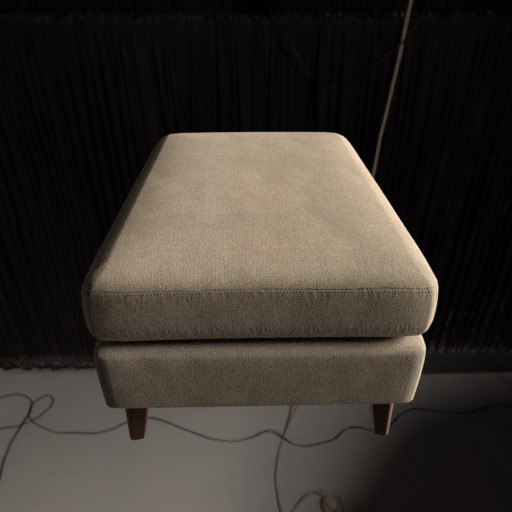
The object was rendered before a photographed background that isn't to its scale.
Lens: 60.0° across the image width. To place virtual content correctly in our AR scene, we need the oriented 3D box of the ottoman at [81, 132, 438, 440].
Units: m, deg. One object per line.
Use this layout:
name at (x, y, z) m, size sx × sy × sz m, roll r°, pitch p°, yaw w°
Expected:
ottoman at (0.000, 0.000, 1.157) m, size 0.610 × 0.478 × 0.823 m, roll -1°, pitch 32°, yaw -1°
